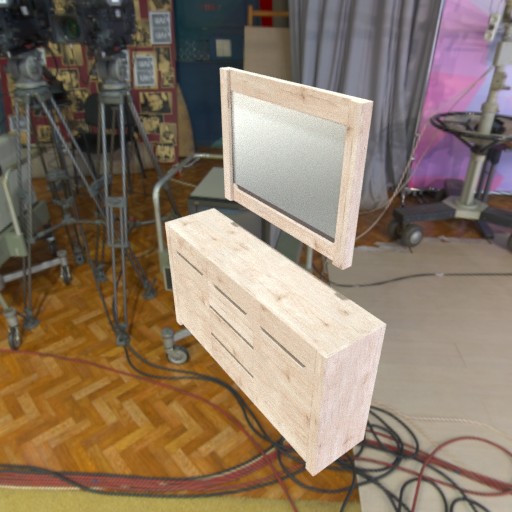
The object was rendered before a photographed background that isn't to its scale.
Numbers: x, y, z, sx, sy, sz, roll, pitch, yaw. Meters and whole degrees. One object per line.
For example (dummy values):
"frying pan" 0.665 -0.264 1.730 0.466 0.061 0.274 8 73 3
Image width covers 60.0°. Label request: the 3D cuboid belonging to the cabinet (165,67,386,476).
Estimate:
"cabinet" 0.000 0.000 2.716 0.420 1.981 1.700 -21 37 -30
